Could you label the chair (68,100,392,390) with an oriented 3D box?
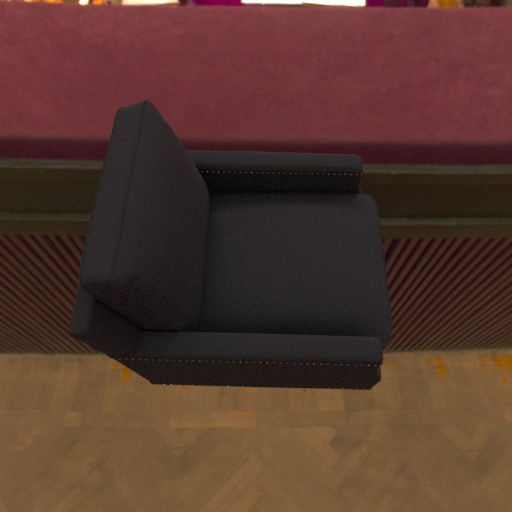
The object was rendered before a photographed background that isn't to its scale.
[{"bbox_3d":[0.000,0.000,1.685,1.014,0.943,0.853,1,63,1],"label":"chair"}]
